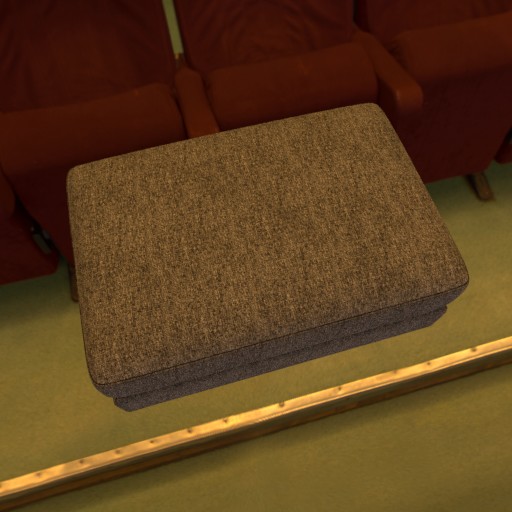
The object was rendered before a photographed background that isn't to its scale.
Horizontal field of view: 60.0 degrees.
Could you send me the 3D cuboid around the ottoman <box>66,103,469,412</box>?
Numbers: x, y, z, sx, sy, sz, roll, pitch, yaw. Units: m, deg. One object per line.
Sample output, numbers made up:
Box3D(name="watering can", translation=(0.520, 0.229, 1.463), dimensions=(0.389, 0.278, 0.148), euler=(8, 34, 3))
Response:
Box3D(name="ottoman", translation=(0.000, 0.000, 1.197), dimensions=(0.864, 0.483, 0.584), euler=(-14, 65, -7))
